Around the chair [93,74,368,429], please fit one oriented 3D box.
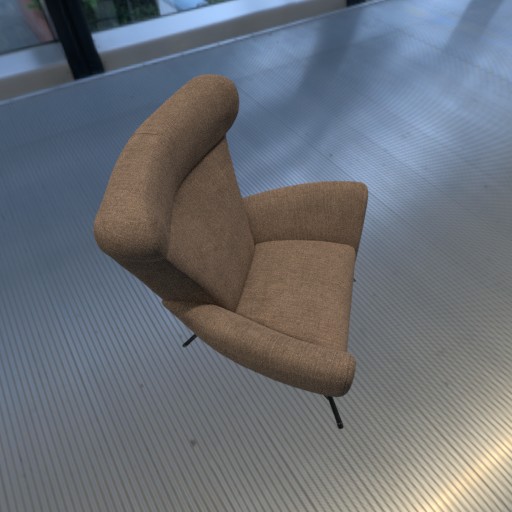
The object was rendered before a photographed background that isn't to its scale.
[{"bbox_3d":[0.000,0.000,1.747,0.900,1.040,0.980,9,48,8],"label":"chair"}]
